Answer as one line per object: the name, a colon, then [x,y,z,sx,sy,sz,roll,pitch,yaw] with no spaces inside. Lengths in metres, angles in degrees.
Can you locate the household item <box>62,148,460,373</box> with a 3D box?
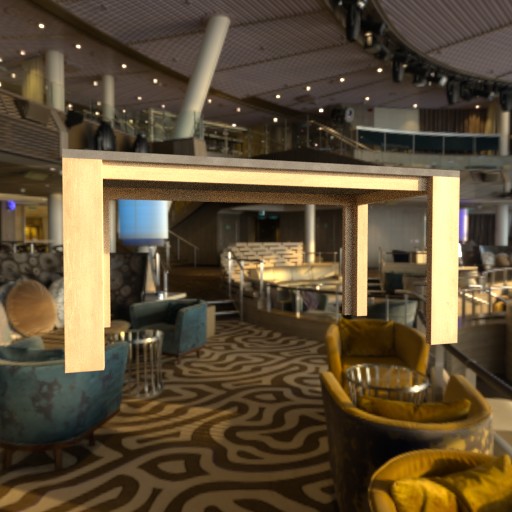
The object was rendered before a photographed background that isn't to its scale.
household item: [0.000,0.000,2.123,1.600,0.755,0.850,-1,2,-16]
